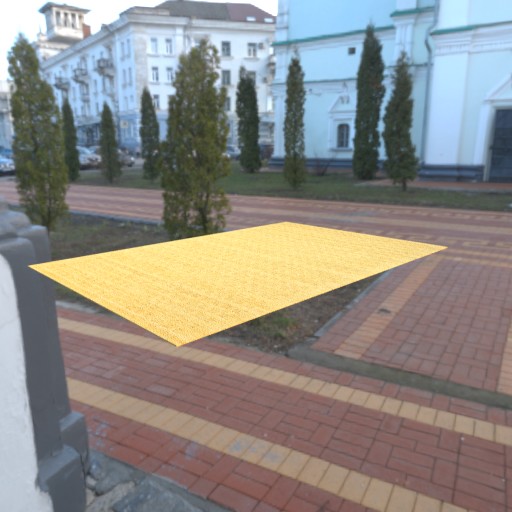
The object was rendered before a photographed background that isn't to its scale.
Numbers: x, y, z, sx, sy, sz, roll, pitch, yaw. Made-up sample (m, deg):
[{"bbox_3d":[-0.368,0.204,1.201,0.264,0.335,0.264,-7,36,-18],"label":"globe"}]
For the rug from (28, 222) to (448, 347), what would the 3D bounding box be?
[{"bbox_3d":[0.000,0.000,2.871,2.286,0.006,1.524,-13,19,-43],"label":"rug"}]
